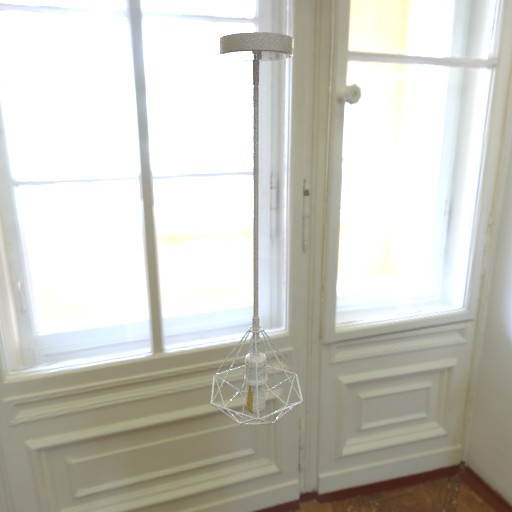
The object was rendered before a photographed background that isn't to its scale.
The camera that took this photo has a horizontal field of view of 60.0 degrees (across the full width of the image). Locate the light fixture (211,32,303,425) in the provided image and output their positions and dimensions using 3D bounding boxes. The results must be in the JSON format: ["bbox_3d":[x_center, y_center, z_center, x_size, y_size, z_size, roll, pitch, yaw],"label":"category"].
[{"bbox_3d":[0.000,0.000,1.983,0.487,1.764,0.431,8,18,27],"label":"light fixture"}]
